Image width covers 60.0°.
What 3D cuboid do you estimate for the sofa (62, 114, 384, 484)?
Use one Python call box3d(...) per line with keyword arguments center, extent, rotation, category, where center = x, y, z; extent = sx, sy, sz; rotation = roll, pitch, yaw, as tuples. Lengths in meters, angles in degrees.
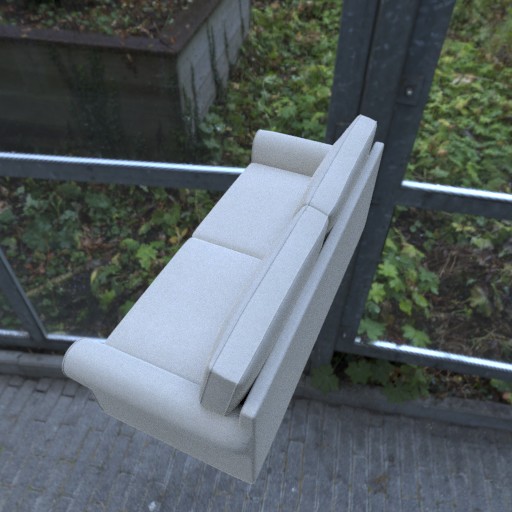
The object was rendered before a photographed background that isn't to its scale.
box3d(center=(0.000, 0.000, 2.538), extent=(0.901, 0.962, 2.146), rotation=(18, 49, 17), category="sofa")
